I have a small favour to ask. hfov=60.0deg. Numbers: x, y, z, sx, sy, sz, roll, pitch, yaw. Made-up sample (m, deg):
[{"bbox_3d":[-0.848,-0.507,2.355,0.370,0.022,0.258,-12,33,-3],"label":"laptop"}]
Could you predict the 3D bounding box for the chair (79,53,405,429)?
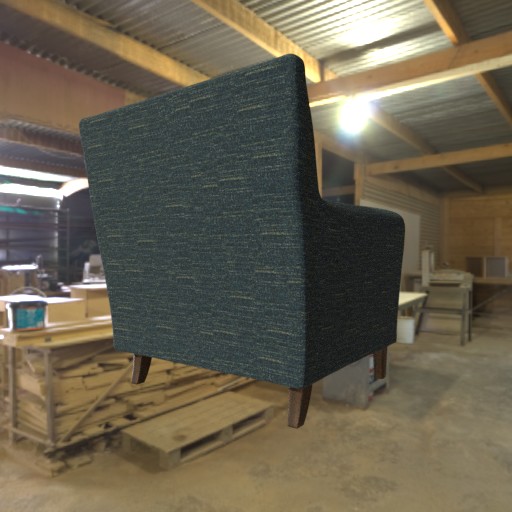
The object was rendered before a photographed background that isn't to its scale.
[{"bbox_3d":[0.000,0.000,1.593,0.864,0.928,0.873,0,0,37],"label":"chair"}]
